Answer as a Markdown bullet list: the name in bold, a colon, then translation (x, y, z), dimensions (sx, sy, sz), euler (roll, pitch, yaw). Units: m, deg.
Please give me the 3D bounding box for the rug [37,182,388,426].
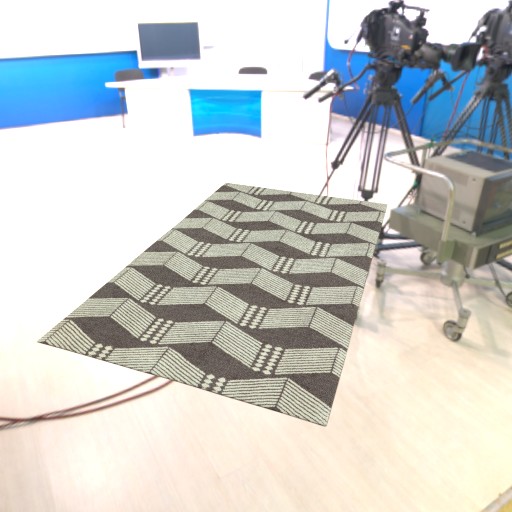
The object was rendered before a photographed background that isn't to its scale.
- **rug**: translation (0.000, 0.000, 3.047), dimensions (1.517, 0.011, 2.435), euler (10, 32, 17)
